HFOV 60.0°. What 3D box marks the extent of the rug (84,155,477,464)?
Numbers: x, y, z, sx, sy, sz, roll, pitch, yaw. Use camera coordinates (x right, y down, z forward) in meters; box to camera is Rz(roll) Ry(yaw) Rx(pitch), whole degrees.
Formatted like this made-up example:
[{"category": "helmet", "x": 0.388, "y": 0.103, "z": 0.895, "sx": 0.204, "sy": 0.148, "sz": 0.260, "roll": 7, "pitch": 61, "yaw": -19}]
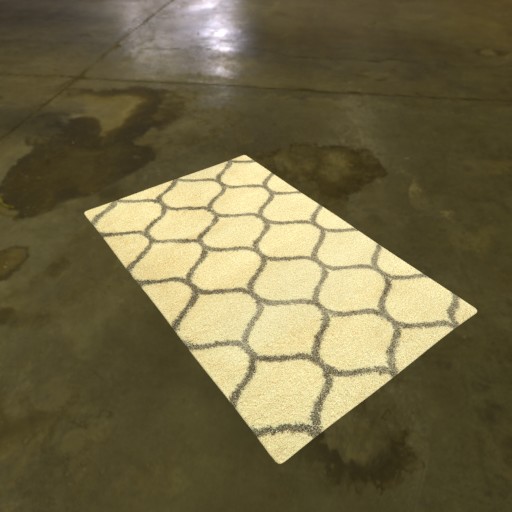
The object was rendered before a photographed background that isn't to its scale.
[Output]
[{"category": "rug", "x": 0.000, "y": 0.000, "z": 2.970, "sx": 1.501, "sy": 0.024, "sz": 2.348, "roll": -26, "pitch": 47, "yaw": -27}]
